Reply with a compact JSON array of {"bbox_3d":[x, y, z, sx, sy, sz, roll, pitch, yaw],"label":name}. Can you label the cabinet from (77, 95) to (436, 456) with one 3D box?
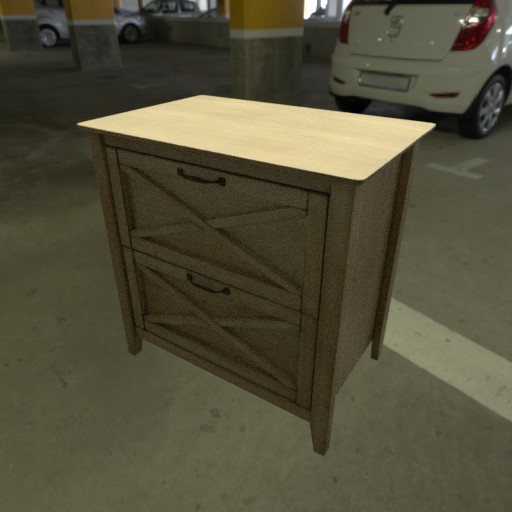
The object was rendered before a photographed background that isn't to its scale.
[{"bbox_3d":[0.000,0.000,1.299,0.763,0.762,0.503,18,34,29],"label":"cabinet"}]
